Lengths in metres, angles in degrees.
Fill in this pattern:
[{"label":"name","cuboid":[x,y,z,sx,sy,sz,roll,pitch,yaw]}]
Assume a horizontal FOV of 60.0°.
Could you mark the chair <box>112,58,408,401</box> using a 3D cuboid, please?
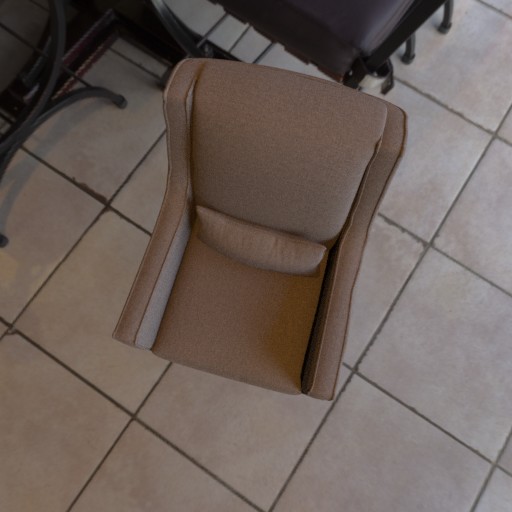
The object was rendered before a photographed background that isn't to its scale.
[{"label":"chair","cuboid":[0.000,0.000,1.596,0.732,0.993,0.879,15,76,4]}]
